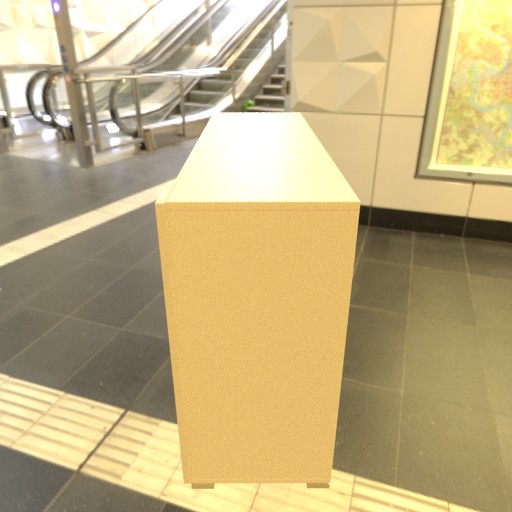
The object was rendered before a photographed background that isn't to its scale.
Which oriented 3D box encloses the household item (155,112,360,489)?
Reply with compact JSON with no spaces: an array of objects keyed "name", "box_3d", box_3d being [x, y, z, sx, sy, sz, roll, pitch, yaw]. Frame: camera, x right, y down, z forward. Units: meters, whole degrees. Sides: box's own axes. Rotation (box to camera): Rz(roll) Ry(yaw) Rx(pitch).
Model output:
[{"name":"household item","box_3d":[0.000,0.000,1.678,0.420,0.867,1.300,0,26,0]}]
